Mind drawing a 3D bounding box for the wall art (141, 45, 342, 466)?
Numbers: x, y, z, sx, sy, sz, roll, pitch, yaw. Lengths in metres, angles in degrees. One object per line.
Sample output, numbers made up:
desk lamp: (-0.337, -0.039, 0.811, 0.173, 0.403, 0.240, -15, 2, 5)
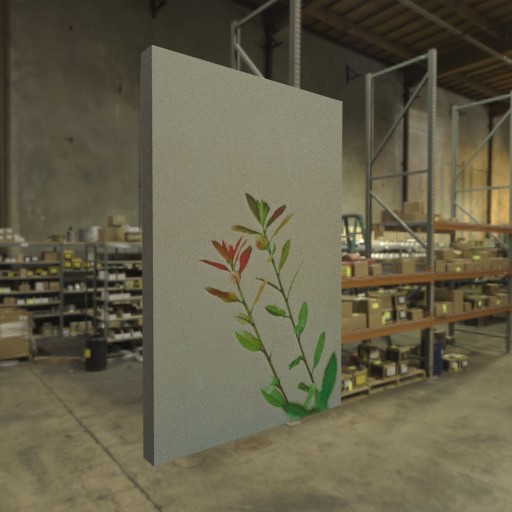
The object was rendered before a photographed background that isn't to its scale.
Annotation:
wall art: (0.000, 0.000, 0.781, 0.408, 0.611, 0.038, -1, 2, -38)
